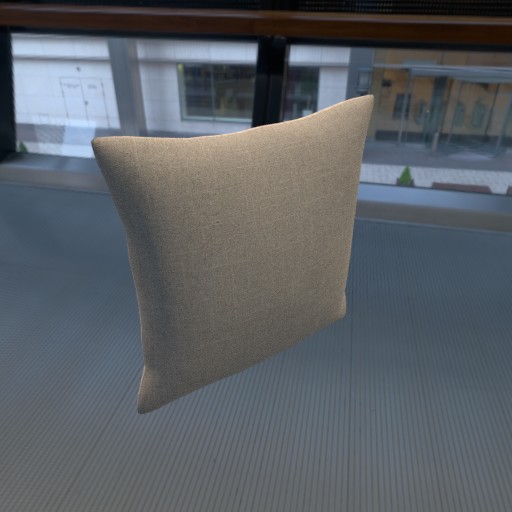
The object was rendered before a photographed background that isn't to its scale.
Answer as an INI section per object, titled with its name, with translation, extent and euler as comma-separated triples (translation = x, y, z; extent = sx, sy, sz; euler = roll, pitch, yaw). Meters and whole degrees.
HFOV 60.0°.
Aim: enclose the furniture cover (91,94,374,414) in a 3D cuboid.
[furniture cover]
translation = 0.000, 0.000, 0.800
extent = 0.512, 0.506, 0.178
euler = -19, 36, -29
